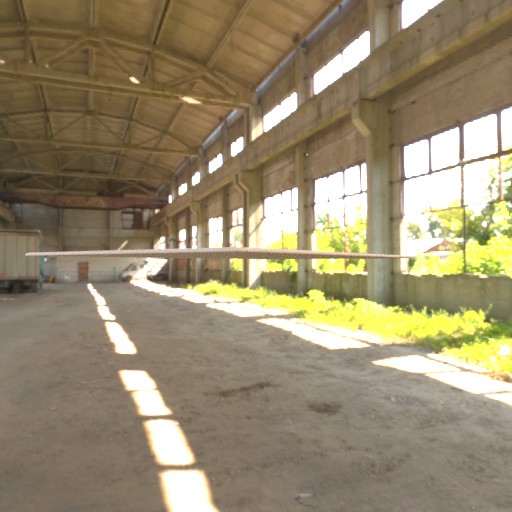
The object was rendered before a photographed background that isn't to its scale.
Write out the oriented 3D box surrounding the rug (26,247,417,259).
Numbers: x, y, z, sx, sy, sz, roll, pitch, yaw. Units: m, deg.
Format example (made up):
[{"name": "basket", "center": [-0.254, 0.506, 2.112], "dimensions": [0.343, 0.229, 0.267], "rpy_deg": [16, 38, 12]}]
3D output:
[{"name": "rug", "center": [0.000, 0.000, 2.133], "dimensions": [1.067, 0.013, 1.676], "rpy_deg": [-1, -1, 35]}]
